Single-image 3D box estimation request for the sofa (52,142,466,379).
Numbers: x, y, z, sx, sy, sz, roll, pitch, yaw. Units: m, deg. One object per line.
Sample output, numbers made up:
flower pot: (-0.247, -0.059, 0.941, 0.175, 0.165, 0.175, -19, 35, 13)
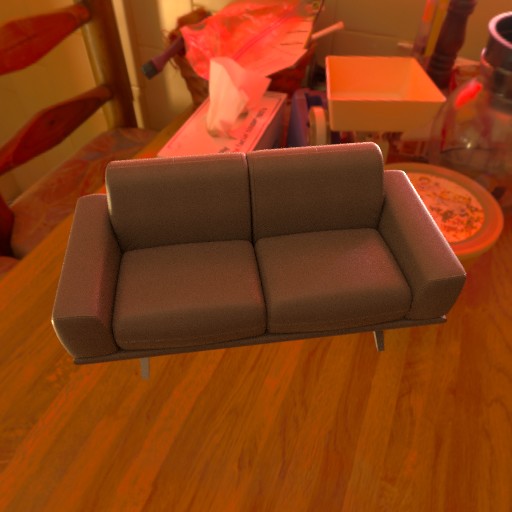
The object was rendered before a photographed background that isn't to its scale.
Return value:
sofa: (0.000, 0.000, 2.368, 1.901, 0.772, 0.900, -6, 46, -5)
